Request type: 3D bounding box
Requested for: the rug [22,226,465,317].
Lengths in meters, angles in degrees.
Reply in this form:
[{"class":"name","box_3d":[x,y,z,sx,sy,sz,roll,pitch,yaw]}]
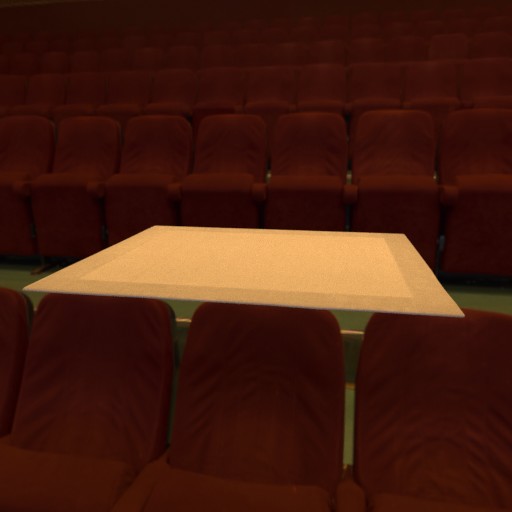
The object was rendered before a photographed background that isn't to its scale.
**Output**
[{"class":"rug","box_3d":[0.000,0.000,4.065,2.976,0.018,2.430,2,15,9]}]
